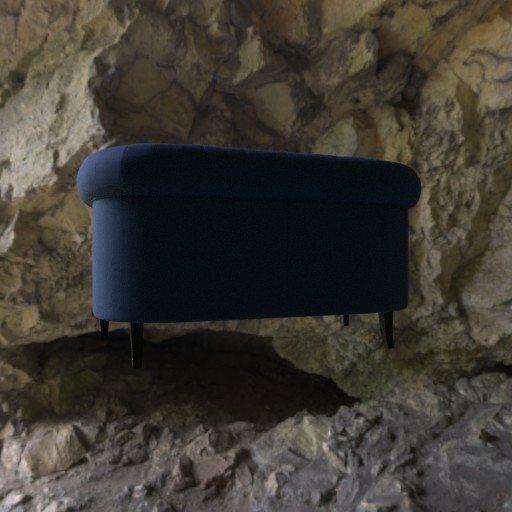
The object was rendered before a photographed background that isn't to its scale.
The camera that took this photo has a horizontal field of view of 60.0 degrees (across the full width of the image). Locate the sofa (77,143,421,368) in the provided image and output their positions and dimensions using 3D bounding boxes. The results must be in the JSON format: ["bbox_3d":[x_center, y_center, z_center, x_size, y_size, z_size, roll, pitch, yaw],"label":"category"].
[{"bbox_3d":[0.000,0.000,2.058,1.558,0.827,0.835,0,0,-18],"label":"sofa"}]
